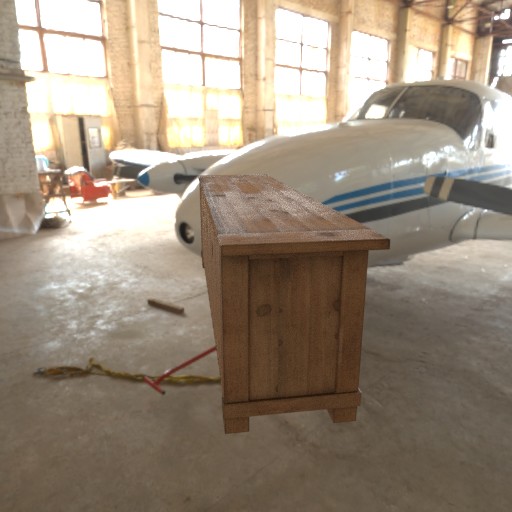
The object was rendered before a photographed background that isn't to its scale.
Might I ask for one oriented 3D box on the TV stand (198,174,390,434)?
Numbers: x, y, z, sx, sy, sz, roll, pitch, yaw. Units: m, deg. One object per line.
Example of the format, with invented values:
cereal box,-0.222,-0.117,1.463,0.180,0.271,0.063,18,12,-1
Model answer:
TV stand,0.000,0.000,2.034,0.453,0.573,1.804,-2,16,-9
